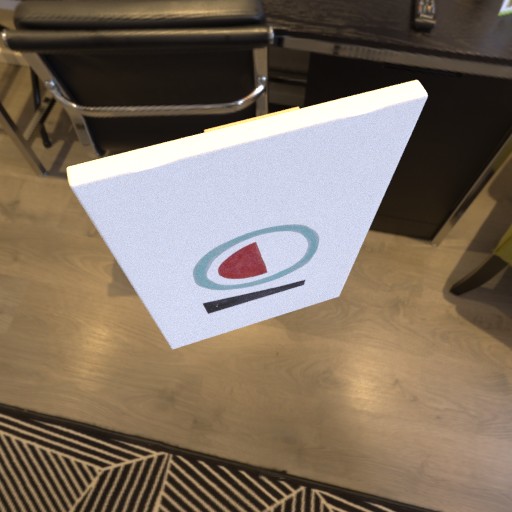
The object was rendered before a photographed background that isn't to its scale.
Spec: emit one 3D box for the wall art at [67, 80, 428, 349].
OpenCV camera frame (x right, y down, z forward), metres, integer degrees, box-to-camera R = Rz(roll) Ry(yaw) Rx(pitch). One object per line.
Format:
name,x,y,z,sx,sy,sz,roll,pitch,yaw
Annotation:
wall art,0.000,0.000,1.114,0.602,0.902,0.048,-16,64,-8
